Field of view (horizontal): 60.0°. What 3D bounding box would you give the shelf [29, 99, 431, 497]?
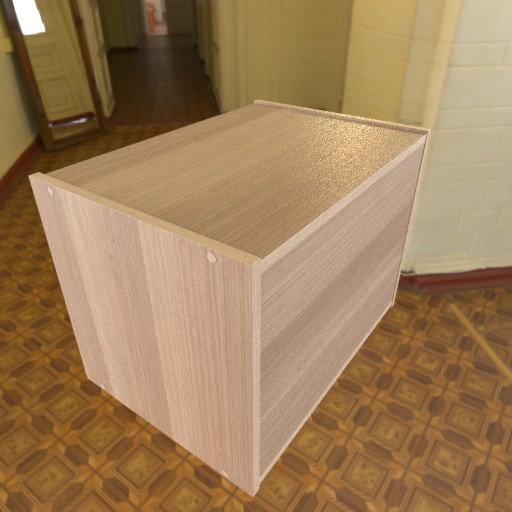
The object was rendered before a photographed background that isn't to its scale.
[{"bbox_3d":[0.000,0.000,0.616,0.290,0.305,0.415,21,38,30],"label":"shelf"}]
